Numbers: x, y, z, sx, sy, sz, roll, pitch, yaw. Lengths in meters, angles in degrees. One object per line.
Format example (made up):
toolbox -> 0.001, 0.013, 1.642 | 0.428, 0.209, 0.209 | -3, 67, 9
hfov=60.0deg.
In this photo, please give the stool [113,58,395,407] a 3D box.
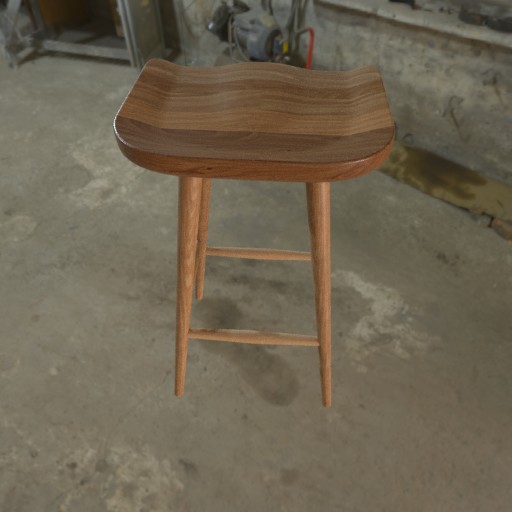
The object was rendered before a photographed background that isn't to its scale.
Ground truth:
stool -> 0.000, 0.000, 0.937 | 0.407, 0.698, 0.322 | 3, 47, 3
